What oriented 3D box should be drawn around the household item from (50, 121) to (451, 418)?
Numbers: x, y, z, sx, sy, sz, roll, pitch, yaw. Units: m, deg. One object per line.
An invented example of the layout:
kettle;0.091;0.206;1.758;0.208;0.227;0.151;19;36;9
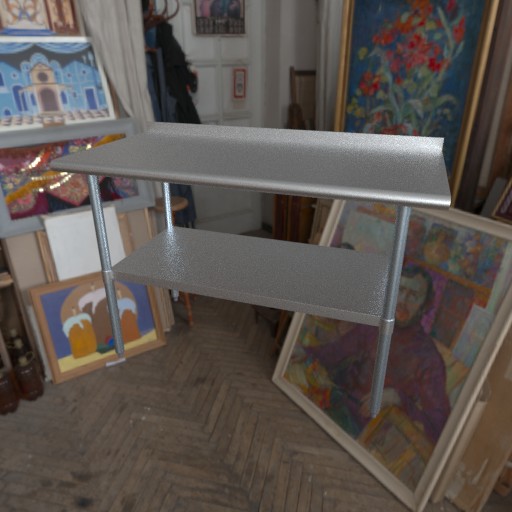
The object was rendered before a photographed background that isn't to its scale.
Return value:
household item;0.000;0.000;1.690;1.219;0.851;0.610;8;26;17
